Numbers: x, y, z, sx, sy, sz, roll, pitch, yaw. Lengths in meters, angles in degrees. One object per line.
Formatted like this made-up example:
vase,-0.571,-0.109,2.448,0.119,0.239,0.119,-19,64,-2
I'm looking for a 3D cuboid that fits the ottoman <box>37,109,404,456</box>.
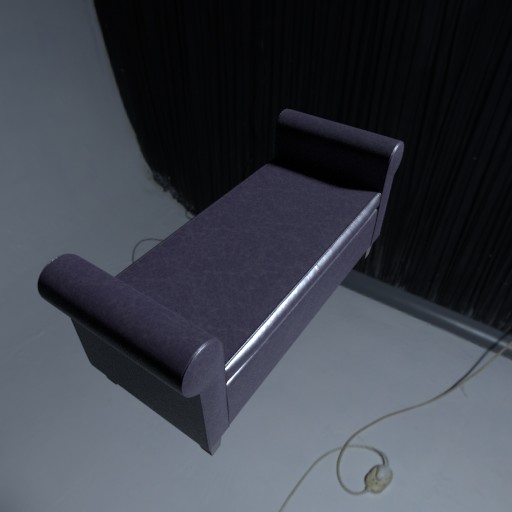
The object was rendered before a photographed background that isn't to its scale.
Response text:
ottoman,0.000,0.000,1.563,0.521,0.547,1.256,25,48,25
